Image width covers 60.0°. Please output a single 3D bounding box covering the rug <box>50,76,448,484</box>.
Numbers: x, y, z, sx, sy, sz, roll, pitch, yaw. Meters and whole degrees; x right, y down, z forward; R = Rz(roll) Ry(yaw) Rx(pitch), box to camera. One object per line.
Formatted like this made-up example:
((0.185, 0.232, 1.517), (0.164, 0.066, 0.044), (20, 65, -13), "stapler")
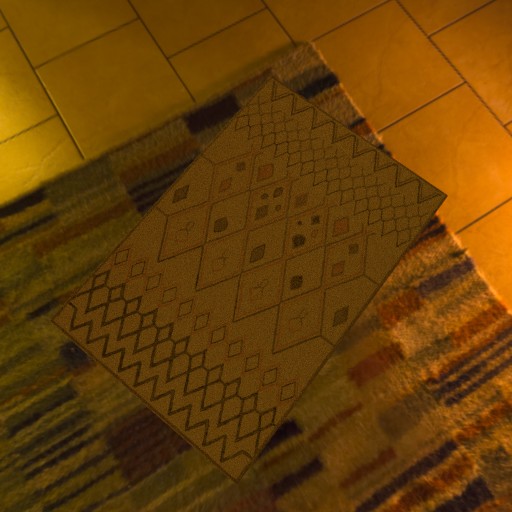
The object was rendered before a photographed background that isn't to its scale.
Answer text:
((0.000, 0.000, 2.326), (1.219, 0.016, 1.829), (37, 78, 9), "rug")
